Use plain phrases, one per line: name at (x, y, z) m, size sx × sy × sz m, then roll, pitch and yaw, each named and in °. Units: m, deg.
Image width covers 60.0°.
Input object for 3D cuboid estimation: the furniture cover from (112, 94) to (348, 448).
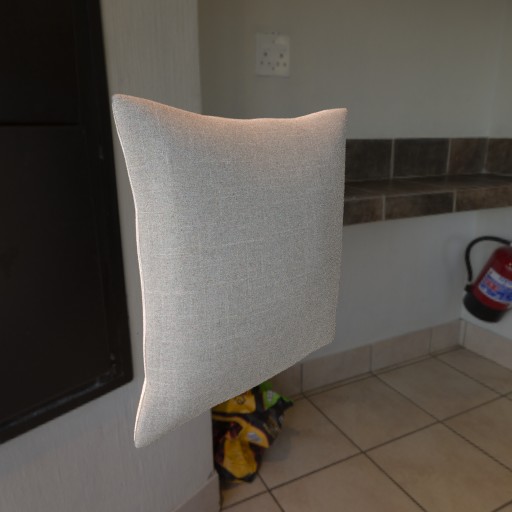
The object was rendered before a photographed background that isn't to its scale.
furniture cover at (0.000, 0.000, 0.773) m, size 0.178 × 0.506 × 0.512 m, roll 15°, pitch 22°, yaw 42°
